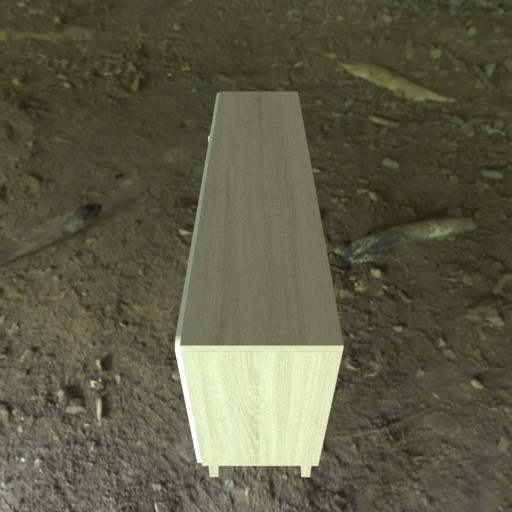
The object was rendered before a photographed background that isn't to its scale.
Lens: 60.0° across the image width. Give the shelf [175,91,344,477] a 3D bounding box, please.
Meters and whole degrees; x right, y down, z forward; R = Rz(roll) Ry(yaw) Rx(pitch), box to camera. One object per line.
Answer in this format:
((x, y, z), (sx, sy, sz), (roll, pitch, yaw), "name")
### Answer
((0.000, 0.000, 1.820), (0.400, 0.780, 1.490), (0, 42, 0), "shelf")
